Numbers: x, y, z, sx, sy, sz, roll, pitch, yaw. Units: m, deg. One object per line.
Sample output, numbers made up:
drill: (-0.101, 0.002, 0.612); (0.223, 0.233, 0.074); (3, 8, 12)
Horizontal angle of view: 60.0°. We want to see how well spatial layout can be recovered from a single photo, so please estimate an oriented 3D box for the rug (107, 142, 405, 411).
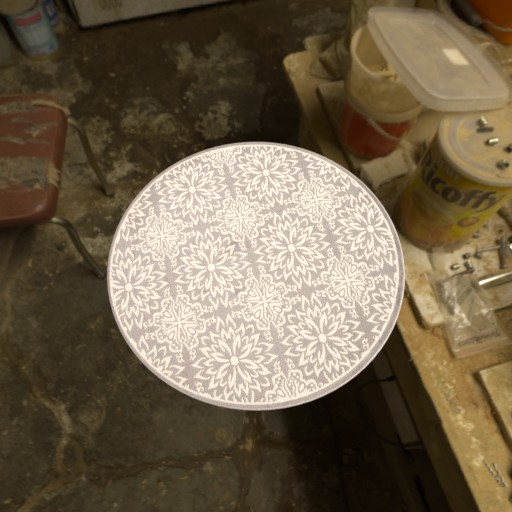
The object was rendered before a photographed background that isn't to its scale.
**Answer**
rug: (0.000, 0.000, 2.396); (1.593, 0.012, 1.593); (0, 63, 0)
